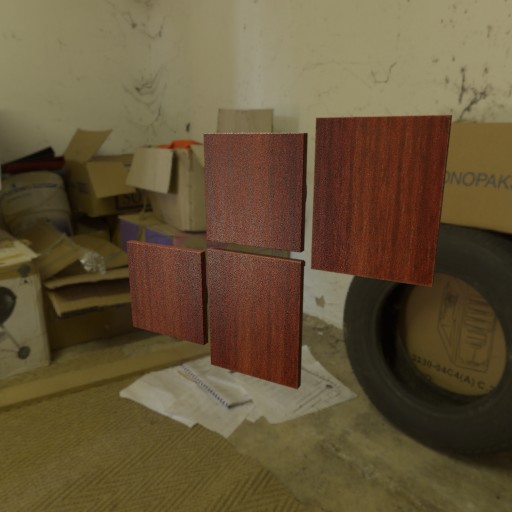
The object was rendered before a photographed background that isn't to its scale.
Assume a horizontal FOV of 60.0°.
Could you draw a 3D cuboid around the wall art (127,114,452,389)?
[{"bbox_3d":[0.000,0.000,0.841,0.635,0.497,0.030,8,17,28],"label":"wall art"}]
